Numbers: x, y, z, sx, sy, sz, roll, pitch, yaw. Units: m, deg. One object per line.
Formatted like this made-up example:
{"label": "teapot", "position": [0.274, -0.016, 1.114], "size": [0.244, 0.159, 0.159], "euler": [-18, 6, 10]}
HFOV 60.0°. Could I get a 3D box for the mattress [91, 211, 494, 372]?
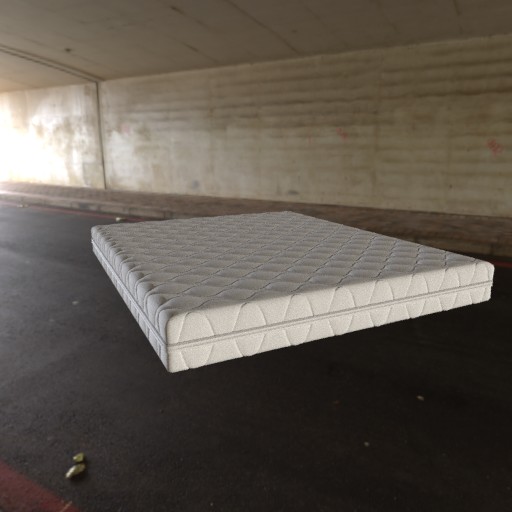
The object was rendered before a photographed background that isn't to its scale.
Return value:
{"label": "mattress", "position": [0.000, 0.000, 2.592], "size": [1.600, 0.200, 1.900], "euler": [-7, 16, -26]}
